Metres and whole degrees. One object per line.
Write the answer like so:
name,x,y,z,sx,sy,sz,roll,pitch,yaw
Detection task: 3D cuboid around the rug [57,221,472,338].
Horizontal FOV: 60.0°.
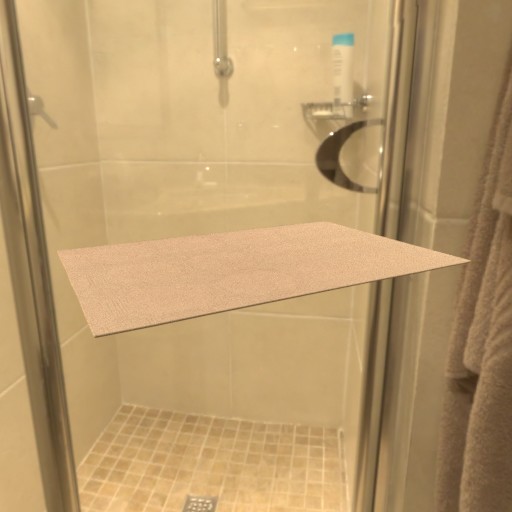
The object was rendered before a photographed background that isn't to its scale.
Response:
rug,0.000,0.000,2.353,1.839,0.009,1.236,-8,17,-27
